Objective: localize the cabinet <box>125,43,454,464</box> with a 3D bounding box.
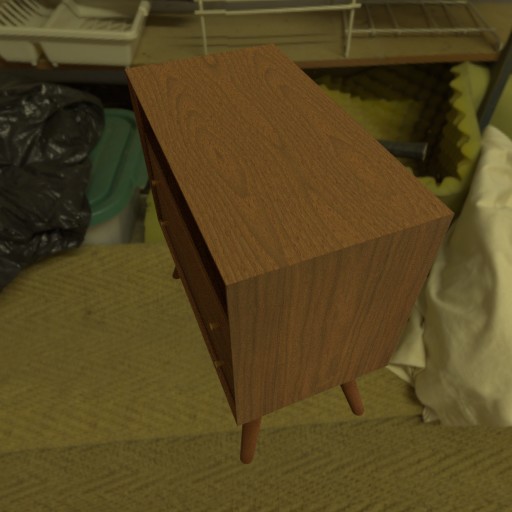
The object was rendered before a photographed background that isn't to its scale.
[{"bbox_3d":[0.000,0.000,1.147,0.388,0.748,0.712,-17,50,-15],"label":"cabinet"}]
